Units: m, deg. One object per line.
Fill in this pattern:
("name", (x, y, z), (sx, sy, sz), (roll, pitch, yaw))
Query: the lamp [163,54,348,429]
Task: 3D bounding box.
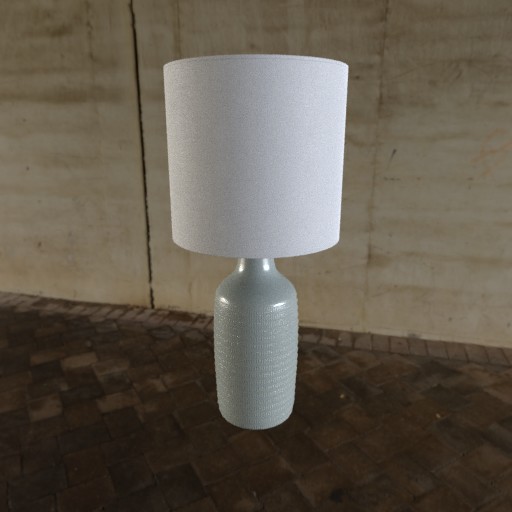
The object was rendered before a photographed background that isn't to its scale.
("lamp", (0.000, 0.000, 0.605), (0.220, 0.475, 0.220), (-14, 22, -41))
